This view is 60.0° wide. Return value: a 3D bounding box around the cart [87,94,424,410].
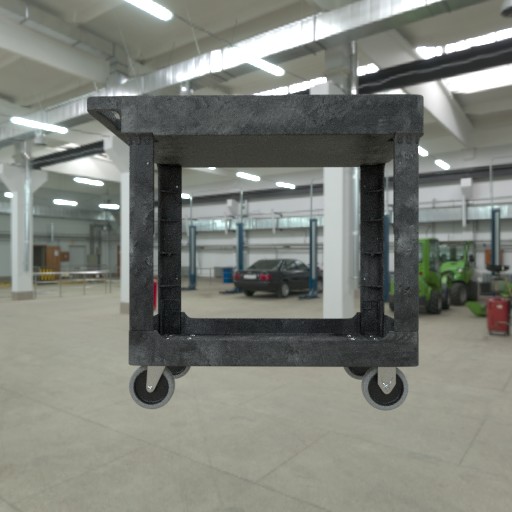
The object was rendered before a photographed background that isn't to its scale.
[{"bbox_3d":[0.000,0.000,1.340,0.877,0.824,0.420,0,0,1],"label":"cart"}]
